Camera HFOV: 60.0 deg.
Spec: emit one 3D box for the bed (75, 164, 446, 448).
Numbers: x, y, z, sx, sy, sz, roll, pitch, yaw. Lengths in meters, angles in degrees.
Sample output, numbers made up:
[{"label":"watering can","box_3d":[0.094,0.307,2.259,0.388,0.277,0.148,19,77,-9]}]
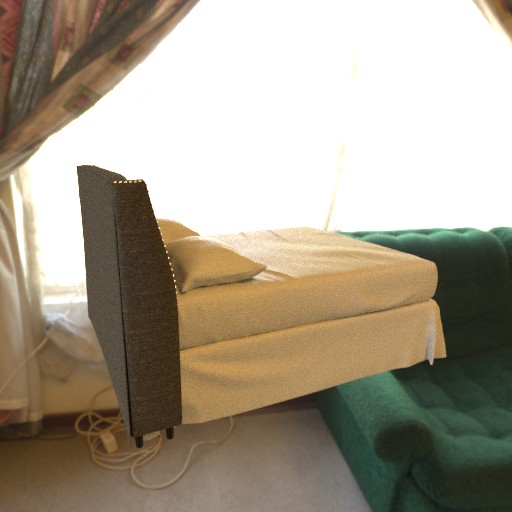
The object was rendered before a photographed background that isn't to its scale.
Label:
[{"label":"bed","box_3d":[0.000,0.000,3.295,2.276,1.332,1.925,-7,15,-25]}]
